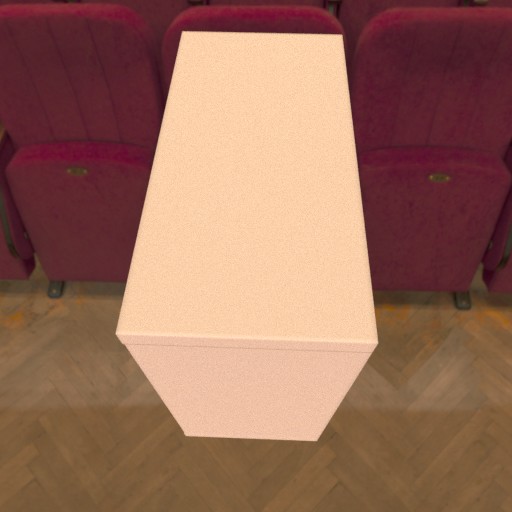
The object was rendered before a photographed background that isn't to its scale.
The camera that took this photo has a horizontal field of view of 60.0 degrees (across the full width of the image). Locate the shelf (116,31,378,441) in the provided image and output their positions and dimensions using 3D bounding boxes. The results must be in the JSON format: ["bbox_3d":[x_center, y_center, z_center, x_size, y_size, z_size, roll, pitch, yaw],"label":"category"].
[{"bbox_3d":[0.000,0.000,1.201,0.390,0.786,0.790,2,58,1],"label":"shelf"}]
